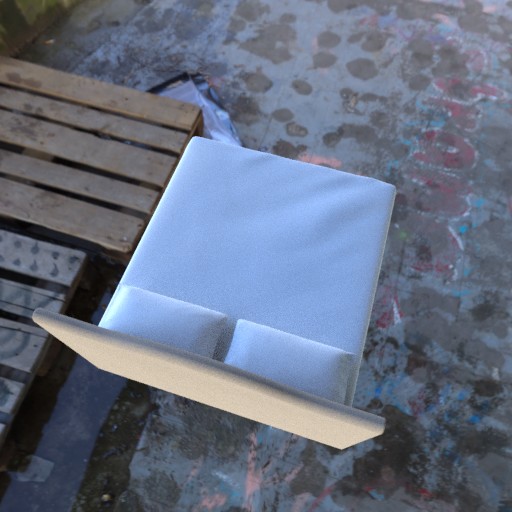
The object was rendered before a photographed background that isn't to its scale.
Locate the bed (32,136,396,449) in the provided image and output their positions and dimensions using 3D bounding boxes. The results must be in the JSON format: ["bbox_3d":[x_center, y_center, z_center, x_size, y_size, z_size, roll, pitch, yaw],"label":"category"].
[{"bbox_3d":[0.000,0.000,3.450,2.083,1.421,2.182,16,64,8],"label":"bed"}]
